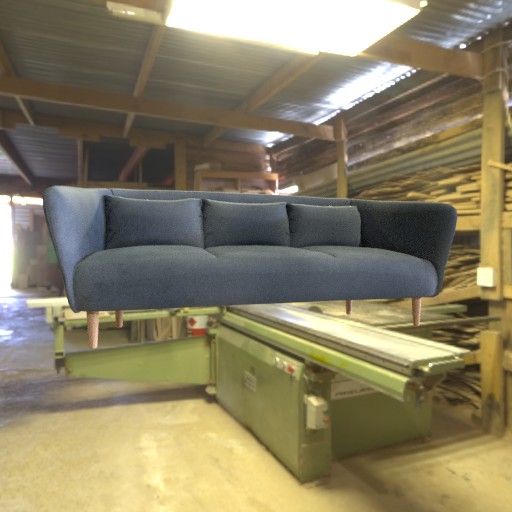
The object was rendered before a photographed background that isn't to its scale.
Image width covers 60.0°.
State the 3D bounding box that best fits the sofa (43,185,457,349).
[{"bbox_3d":[0.000,0.000,2.502,2.095,0.795,0.849,0,1,-19],"label":"sofa"}]
